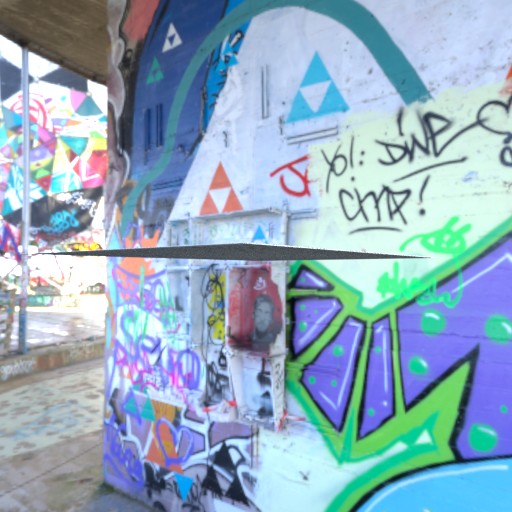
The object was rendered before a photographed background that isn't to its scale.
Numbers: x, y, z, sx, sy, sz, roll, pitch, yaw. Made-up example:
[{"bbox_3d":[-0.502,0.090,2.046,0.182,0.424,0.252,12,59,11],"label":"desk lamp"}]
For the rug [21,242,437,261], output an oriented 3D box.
[{"bbox_3d":[0.000,0.000,2.094,1.190,0.003,1.634,-1,-2,38],"label":"rug"}]
